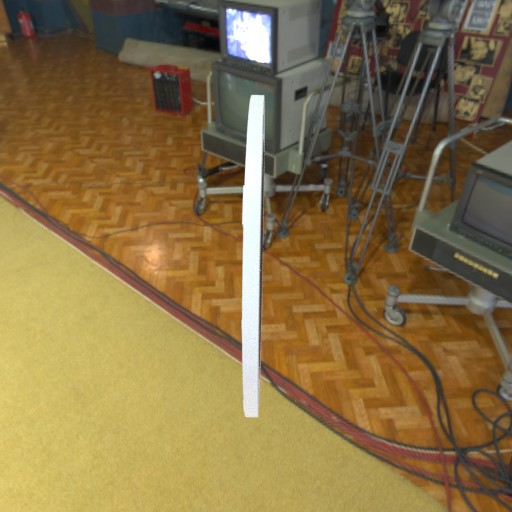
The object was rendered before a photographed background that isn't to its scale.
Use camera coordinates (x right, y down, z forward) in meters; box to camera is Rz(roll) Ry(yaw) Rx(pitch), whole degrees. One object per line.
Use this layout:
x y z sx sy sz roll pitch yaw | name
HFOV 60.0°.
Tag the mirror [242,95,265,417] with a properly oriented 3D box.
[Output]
0.000 0.000 1.338 0.038 0.914 0.914 1 38 1 | mirror
